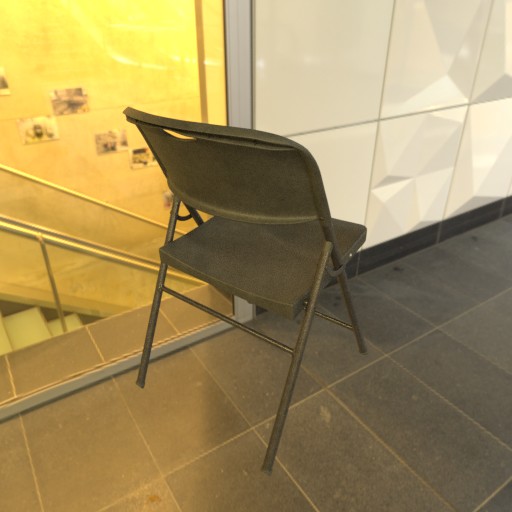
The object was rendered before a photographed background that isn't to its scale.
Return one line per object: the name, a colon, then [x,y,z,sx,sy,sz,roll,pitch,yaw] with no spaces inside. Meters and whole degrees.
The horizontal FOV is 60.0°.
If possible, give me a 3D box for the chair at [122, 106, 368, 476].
chair: [0.000,0.000,1.174,0.494,0.810,0.566,21,35,32]
